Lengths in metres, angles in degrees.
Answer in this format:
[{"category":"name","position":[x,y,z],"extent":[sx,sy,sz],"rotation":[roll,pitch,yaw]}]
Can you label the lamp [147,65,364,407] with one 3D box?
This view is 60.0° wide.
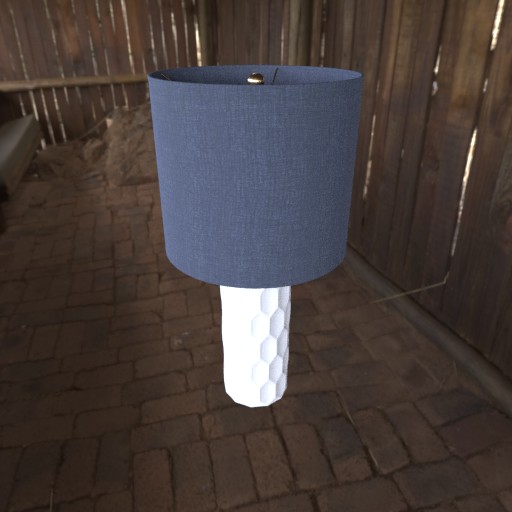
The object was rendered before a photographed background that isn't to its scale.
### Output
[{"category":"lamp","position":[0.000,0.000,0.700],"extent":[0.277,0.537,0.277],"rotation":[-19,33,-32]}]
